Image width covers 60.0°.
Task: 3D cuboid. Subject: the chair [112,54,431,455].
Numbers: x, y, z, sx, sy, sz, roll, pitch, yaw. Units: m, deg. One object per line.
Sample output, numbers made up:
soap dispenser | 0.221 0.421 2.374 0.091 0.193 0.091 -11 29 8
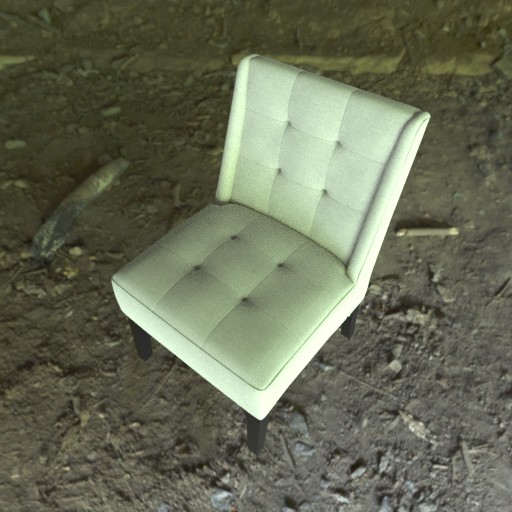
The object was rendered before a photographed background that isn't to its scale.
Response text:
chair | 0.000 0.000 1.306 0.569 0.853 0.676 31 54 26
